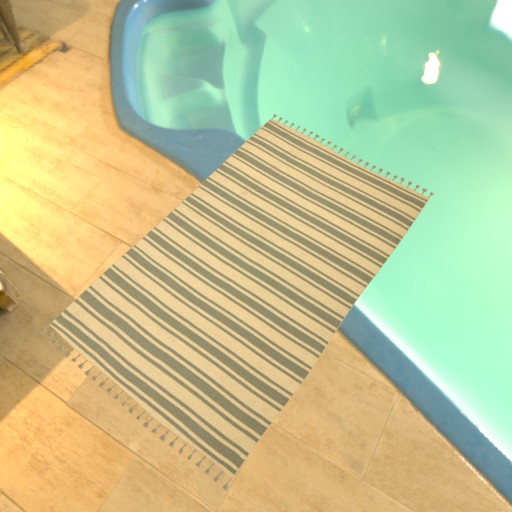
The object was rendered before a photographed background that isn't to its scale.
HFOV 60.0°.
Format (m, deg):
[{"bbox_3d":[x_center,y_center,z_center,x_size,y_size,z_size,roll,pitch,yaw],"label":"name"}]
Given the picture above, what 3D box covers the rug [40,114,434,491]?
[{"bbox_3d":[0.000,0.000,2.510,1.222,0.009,2.084,32,63,19],"label":"rug"}]
